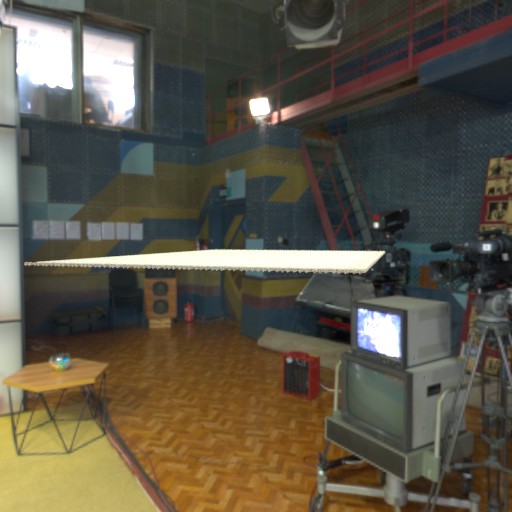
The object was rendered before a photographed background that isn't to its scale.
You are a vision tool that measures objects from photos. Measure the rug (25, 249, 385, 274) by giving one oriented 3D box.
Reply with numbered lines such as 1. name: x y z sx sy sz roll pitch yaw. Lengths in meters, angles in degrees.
1. rug: 0.000 0.000 2.282 1.223 0.015 1.771 1 3 18
